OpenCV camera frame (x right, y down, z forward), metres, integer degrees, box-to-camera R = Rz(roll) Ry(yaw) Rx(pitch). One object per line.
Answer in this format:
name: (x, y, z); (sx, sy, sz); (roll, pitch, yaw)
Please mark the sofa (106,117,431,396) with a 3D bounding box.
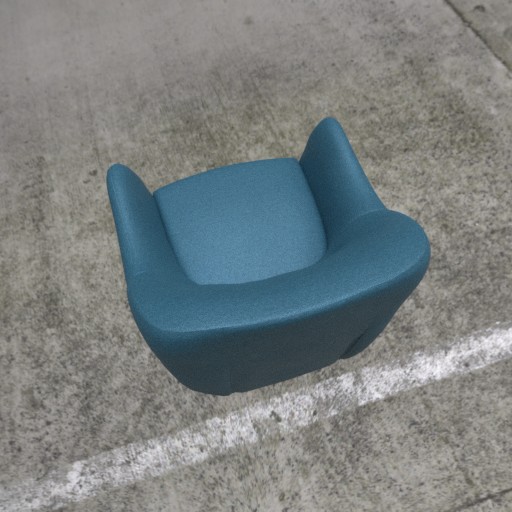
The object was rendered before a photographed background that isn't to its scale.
sofa: (0.000, 0.000, 1.503); (0.836, 0.817, 0.825); (-15, 60, -9)
